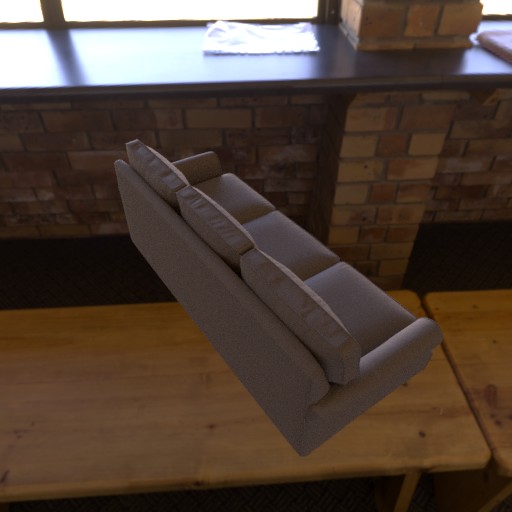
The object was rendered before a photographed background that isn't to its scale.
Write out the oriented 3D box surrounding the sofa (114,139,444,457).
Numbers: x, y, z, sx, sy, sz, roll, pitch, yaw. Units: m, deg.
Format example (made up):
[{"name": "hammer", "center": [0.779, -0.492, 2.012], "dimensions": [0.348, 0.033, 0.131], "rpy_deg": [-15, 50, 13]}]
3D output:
[{"name": "sofa", "center": [0.000, 0.000, 2.882], "dimensions": [0.966, 0.948, 2.353], "rpy_deg": [-25, 47, -26]}]
